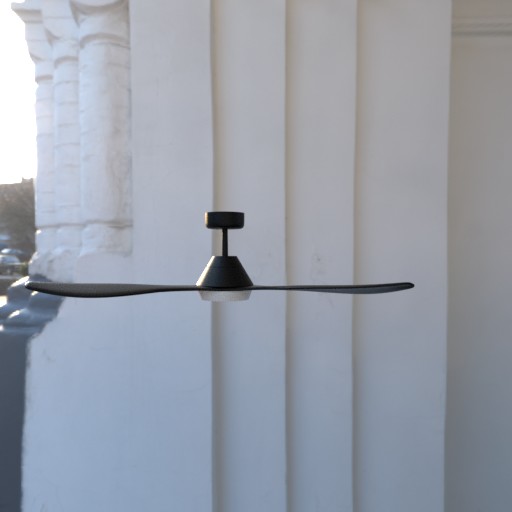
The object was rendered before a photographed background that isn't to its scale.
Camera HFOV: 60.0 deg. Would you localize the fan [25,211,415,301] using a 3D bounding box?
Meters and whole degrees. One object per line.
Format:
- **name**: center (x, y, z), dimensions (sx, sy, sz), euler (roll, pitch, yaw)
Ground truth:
- **fan**: center (0.000, 0.000, 1.604), dimensions (1.067, 0.305, 1.067), euler (0, 1, 17)
